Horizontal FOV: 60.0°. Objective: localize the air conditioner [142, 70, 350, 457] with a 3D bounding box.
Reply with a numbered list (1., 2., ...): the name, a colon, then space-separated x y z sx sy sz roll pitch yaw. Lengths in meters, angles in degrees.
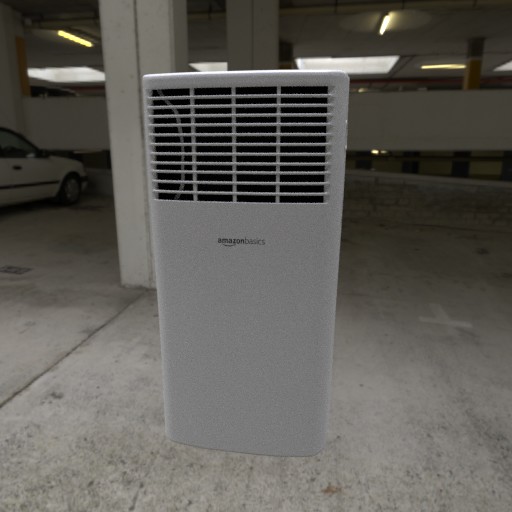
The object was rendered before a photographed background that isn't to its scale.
1. air conditioner: 0.000 0.000 0.805 0.304 0.606 0.349 2 15 9
